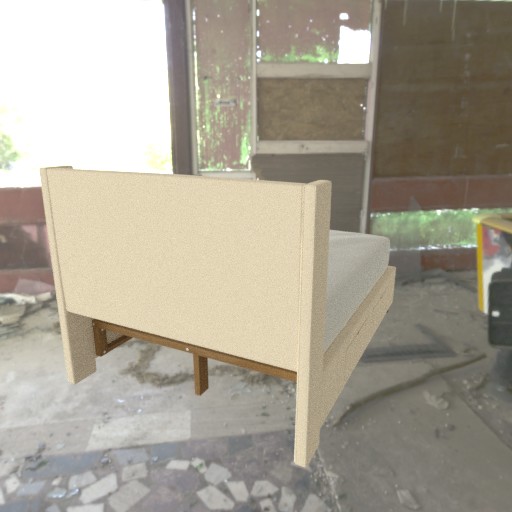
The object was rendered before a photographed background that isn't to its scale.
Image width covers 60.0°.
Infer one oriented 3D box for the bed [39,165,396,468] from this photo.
[{"bbox_3d":[0.000,0.000,3.445,1.765,1.471,2.280,8,18,26],"label":"bed"}]
